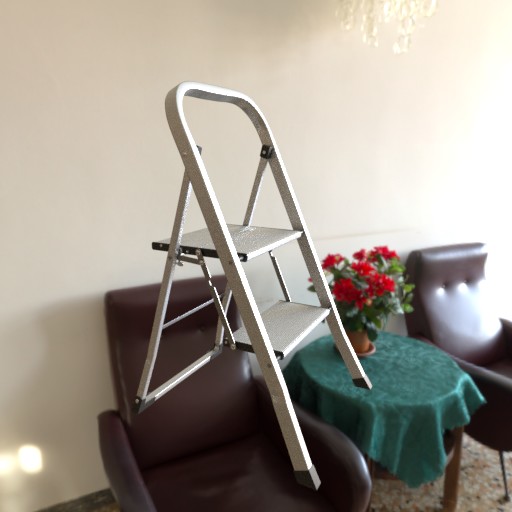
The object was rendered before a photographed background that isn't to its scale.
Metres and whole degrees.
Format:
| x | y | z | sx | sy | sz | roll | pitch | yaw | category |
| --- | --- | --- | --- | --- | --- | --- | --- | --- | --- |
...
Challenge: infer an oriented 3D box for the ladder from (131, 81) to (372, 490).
| x | y | z | sx | sy | sz | roll | pitch | yaw | category |
| --- | --- | --- | --- | --- | --- | --- | --- | --- | --- |
| 0.000 | 0.000 | 1.130 | 0.530 | 0.830 | 0.465 | 7 | 16 | 27 | ladder |
